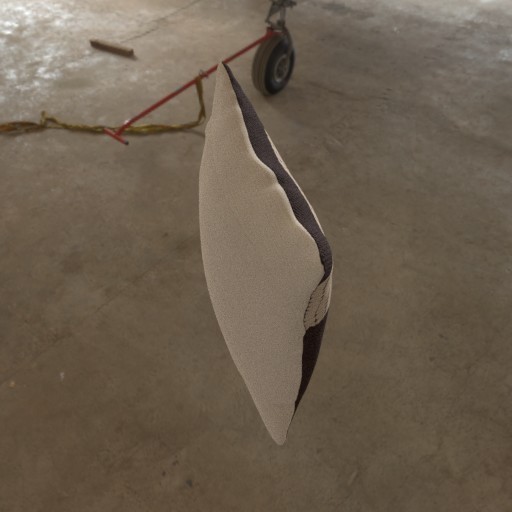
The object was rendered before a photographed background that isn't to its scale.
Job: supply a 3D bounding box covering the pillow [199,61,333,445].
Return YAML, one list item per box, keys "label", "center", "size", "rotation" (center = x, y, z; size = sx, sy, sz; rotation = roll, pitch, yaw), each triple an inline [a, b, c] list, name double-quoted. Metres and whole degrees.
- label: "pillow"
  center: [0.000, 0.000, 0.748]
  size: [0.178, 0.473, 0.475]
  rotation: [-11, 49, -9]
